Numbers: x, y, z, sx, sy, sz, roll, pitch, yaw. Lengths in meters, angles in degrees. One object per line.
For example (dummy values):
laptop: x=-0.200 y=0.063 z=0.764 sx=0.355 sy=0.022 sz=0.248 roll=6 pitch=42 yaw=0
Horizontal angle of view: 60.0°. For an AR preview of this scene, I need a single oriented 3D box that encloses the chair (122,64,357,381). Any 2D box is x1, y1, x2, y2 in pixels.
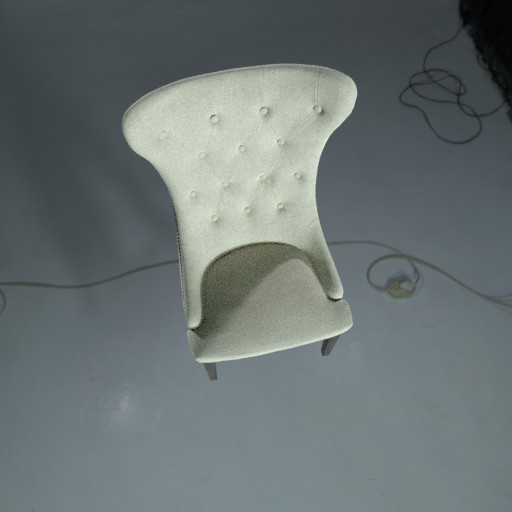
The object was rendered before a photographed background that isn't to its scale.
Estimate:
chair: x=0.000 y=0.000 z=1.456 sx=0.584 sy=1.065 sz=0.590 roll=-11 pitch=64 yaw=-5
